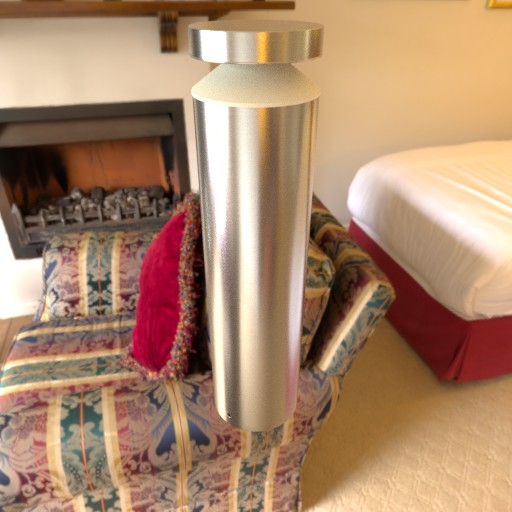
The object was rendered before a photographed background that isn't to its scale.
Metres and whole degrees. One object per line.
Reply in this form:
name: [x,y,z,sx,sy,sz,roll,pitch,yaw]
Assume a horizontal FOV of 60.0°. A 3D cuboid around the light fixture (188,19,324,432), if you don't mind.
light fixture: [0.000,0.000,0.432,0.102,0.400,0.102,22,38,31]
